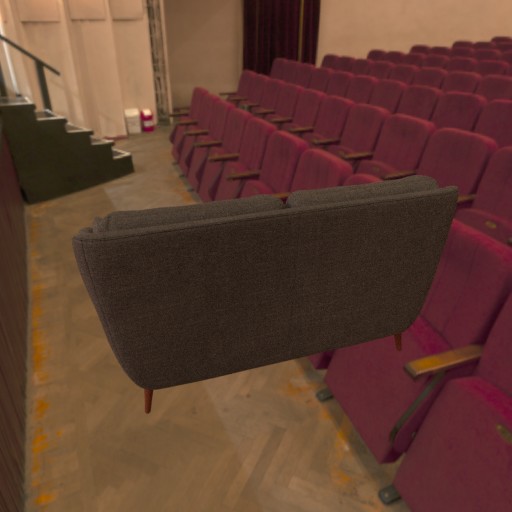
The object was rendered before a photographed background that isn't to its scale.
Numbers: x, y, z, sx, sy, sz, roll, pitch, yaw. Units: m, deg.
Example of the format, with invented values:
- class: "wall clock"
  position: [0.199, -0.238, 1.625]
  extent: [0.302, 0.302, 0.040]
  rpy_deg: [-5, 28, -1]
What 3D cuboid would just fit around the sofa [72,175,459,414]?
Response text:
- class: "sofa"
  position: [0.000, 0.000, 2.216]
  extent: [1.646, 0.887, 0.976]
  rpy_deg: [-9, 29, -17]
